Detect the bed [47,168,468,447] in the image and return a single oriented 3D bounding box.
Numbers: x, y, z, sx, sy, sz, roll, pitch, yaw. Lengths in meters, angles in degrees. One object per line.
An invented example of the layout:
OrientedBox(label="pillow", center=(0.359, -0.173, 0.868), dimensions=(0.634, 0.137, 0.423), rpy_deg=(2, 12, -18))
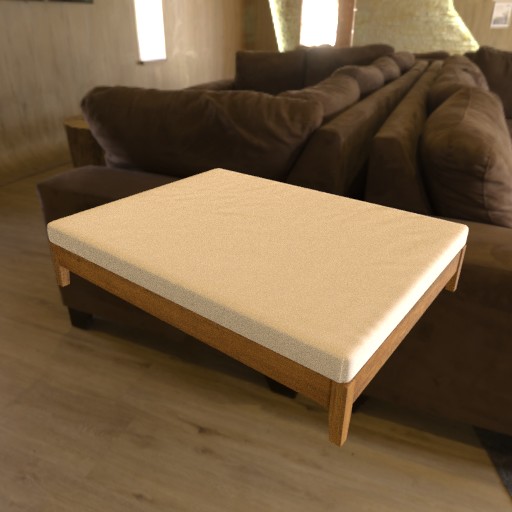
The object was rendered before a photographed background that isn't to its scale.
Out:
OrientedBox(label="bed", center=(0.000, 0.000, 2.711), dimensions=(2.016, 0.431, 1.536), rpy_deg=(20, 33, 33))
